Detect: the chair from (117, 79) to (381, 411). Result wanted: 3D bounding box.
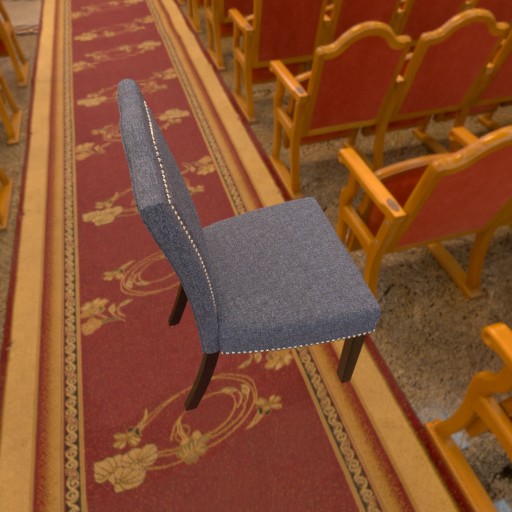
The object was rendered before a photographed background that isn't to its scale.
[{"bbox_3d":[0.000,0.000,1.286,0.589,0.946,0.518,-12,48,-11],"label":"chair"}]
